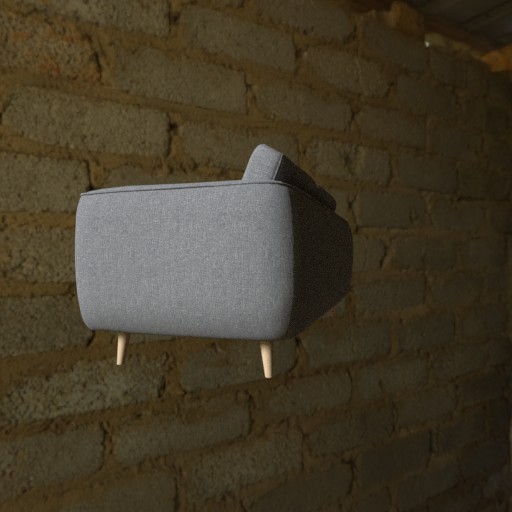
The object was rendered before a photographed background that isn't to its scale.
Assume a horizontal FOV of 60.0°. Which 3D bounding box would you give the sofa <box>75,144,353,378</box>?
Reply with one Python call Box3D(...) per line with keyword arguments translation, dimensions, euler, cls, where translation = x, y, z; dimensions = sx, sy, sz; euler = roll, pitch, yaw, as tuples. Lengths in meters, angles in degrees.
Box3D(translation=(0.000, 0.000, 2.466), dimensions=(0.920, 0.870, 2.000), euler=(0, 0, 18), cls="sofa")
